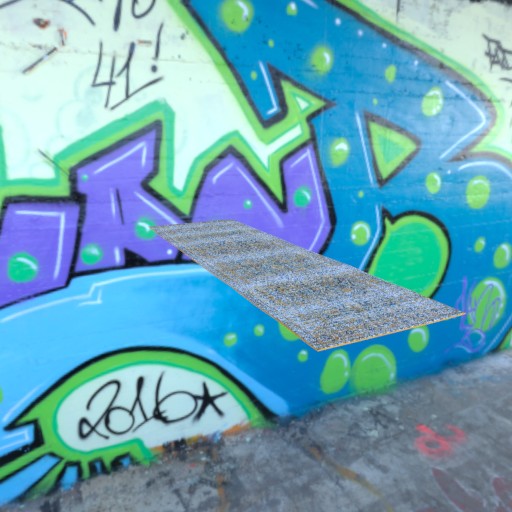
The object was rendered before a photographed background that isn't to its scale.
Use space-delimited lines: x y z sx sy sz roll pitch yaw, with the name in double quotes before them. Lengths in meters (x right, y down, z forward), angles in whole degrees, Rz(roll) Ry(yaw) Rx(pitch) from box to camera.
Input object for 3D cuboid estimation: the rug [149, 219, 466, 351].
"rug" 0.000 0.000 2.586 0.704 0.014 2.294 -8 17 -26
